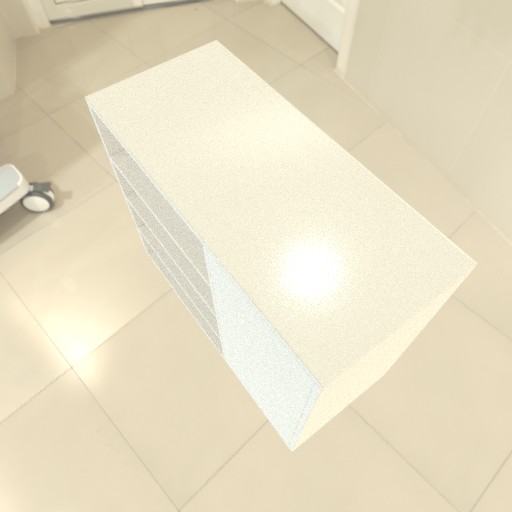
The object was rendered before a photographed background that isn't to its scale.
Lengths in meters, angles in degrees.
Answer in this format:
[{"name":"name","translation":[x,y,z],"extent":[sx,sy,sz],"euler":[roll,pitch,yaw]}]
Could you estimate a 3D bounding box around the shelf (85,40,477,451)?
[{"name":"shelf","translation":[0.000,0.000,1.287],"extent":[0.396,0.732,0.895],"euler":[-33,64,-18]}]
